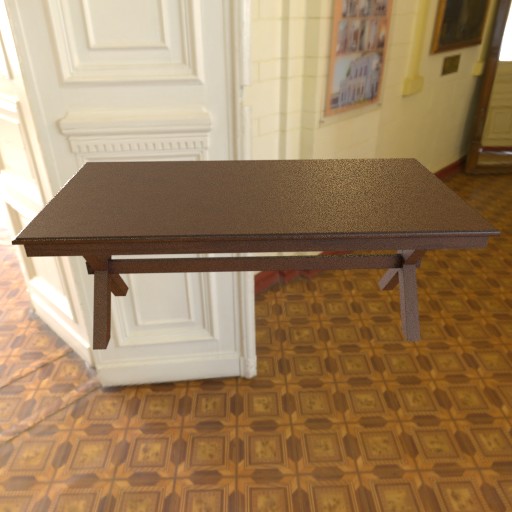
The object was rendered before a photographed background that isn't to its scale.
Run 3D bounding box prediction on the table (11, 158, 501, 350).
[{"bbox_3d":[0.000,0.000,1.451,1.197,0.459,0.594,-1,30,-2],"label":"table"}]
